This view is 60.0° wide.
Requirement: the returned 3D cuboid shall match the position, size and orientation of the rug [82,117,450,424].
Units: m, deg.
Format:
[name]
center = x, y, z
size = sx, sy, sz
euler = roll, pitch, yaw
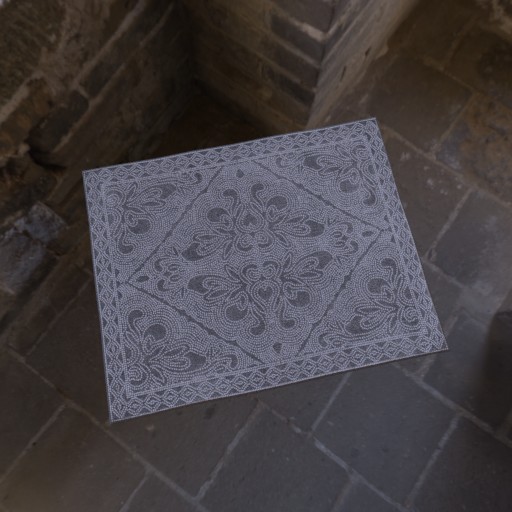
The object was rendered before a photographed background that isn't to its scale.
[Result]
[rug]
center = 0.000, 0.000, 4.174
size = 3.048, 0.012, 2.438
euler = -11, 75, -3
